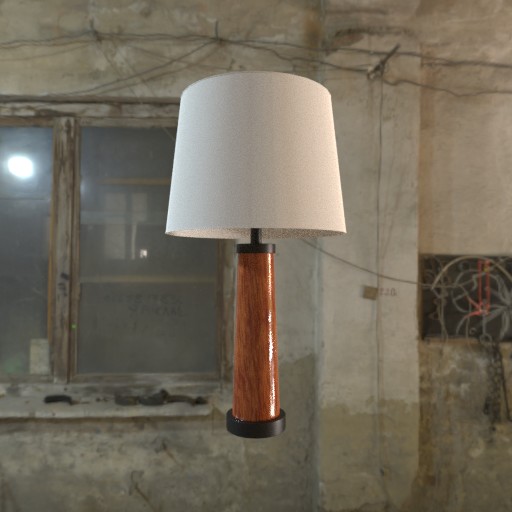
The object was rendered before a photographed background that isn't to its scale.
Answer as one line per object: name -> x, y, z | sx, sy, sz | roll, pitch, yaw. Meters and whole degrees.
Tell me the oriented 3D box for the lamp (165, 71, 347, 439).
lamp -> 0.000, 0.000, 0.869 | 0.349, 0.667, 0.349 | 0, -1, 0
